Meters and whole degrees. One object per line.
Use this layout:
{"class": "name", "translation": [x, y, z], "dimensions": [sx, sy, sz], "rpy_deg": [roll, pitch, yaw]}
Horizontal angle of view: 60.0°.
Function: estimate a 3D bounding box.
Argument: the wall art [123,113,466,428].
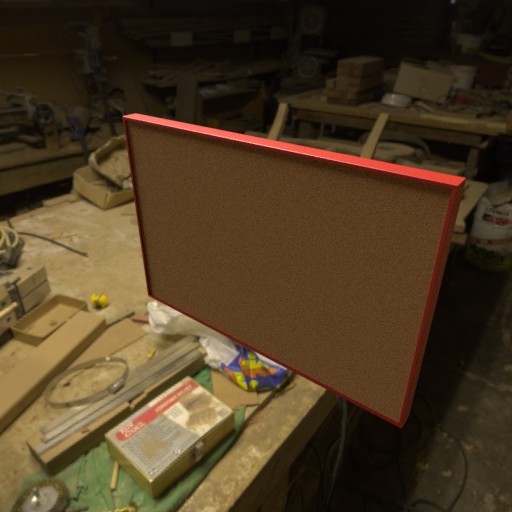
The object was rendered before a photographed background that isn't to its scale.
{"class": "wall art", "translation": [0.000, 0.000, 0.775], "dimensions": [0.607, 0.405, 0.033], "rpy_deg": [21, 35, 32]}
